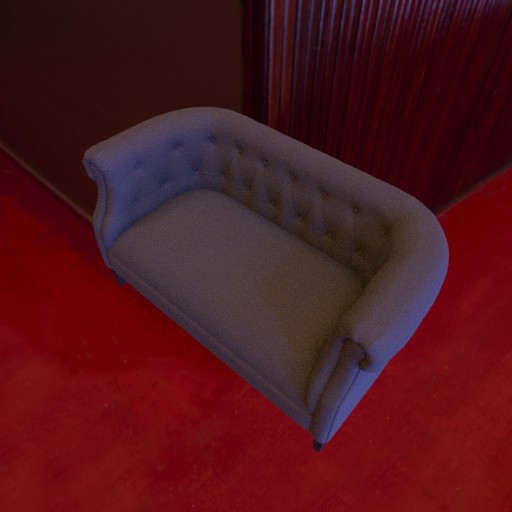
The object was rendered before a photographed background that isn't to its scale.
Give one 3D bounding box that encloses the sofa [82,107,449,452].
[{"bbox_3d":[0.000,0.000,2.046,1.558,0.827,0.835,33,56,26],"label":"sofa"}]
